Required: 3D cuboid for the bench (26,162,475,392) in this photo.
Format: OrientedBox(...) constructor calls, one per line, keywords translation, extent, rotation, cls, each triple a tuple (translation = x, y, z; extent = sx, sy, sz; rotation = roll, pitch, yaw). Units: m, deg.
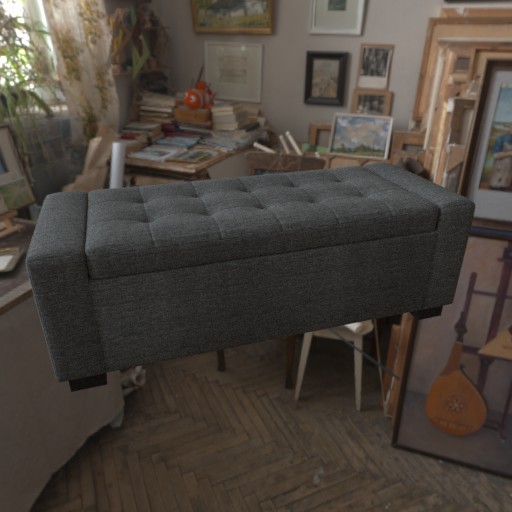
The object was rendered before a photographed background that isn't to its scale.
OrientedBox(translation=(0.000, 0.000, 1.510), extent=(1.296, 0.445, 0.508), rotation=(-8, 28, -16), cls="bench")
